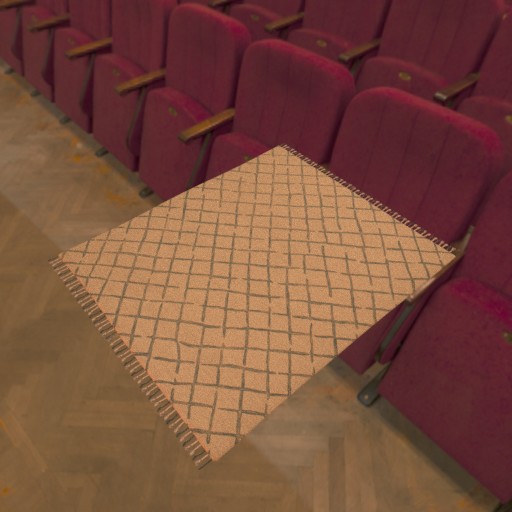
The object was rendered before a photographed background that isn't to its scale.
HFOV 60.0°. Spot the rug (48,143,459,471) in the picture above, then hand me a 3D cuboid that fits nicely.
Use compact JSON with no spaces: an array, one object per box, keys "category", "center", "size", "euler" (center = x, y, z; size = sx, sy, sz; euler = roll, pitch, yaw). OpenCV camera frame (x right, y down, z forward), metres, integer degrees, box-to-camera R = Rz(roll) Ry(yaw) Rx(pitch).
[{"category":"rug","center":[0.000,0.000,4.897],"size":[3.585,0.036,2.892],"euler":[-32,55,-26]}]
